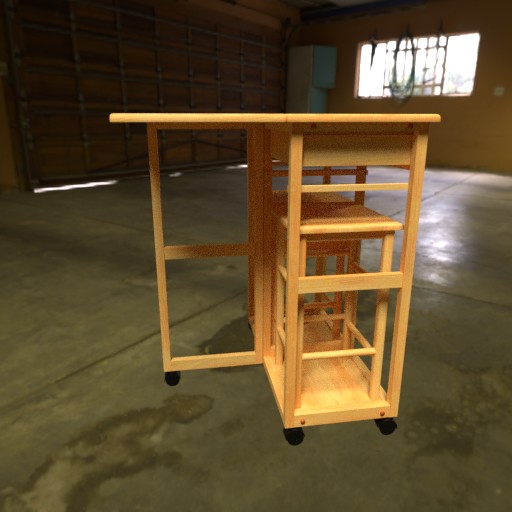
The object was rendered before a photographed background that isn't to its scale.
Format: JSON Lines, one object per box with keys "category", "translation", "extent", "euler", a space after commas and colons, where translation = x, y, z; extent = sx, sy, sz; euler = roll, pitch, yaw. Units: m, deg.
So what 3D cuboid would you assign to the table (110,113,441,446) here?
{"category": "table", "translation": [0.000, 0.000, 1.378], "extent": [0.693, 0.832, 0.752], "euler": [-3, 17, -9]}
